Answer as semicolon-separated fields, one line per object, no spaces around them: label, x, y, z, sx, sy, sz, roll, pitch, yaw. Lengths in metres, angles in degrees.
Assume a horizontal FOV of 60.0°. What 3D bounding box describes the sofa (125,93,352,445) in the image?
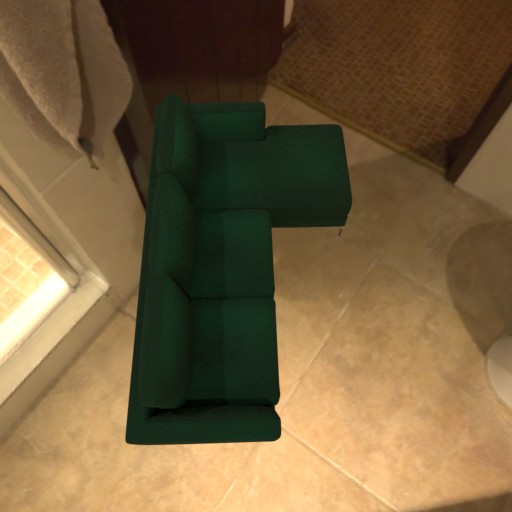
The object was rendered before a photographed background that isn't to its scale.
sofa;0.000;0.000;3.135;1.489;1.007;2.441;-1;64;-1
